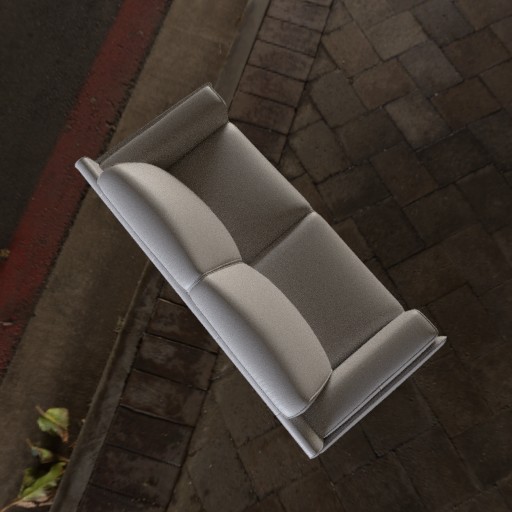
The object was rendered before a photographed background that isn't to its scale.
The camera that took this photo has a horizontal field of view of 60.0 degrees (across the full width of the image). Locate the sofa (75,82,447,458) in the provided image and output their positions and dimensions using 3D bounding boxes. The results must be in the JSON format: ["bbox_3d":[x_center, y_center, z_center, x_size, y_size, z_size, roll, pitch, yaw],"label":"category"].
[{"bbox_3d":[0.000,0.000,2.614,1.049,0.930,2.101,-39,79,-9],"label":"sofa"}]
